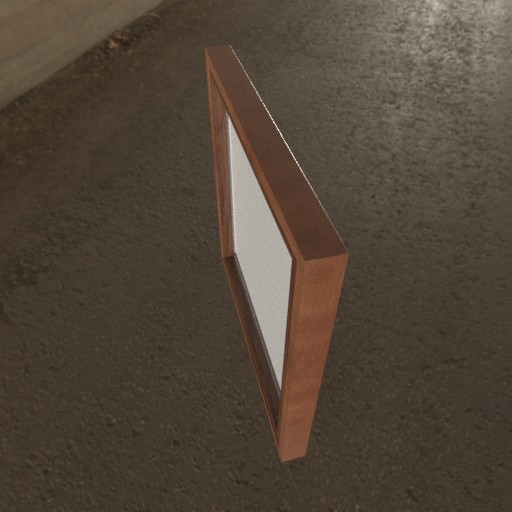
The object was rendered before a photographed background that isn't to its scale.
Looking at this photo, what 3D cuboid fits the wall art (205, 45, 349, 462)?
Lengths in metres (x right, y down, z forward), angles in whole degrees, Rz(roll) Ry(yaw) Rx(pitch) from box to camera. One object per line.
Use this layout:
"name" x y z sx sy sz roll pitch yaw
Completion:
"wall art" 0.000 0.000 0.601 0.035 0.403 0.403 -11 47 -10
